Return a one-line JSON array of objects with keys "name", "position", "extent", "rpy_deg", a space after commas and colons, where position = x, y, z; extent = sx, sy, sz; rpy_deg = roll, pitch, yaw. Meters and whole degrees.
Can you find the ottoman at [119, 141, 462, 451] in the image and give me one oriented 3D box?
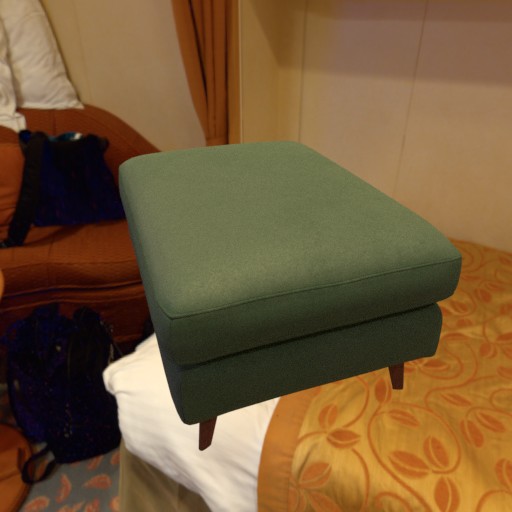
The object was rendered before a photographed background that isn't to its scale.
[{"name": "ottoman", "position": [0.000, 0.000, 1.159], "extent": [0.608, 0.449, 0.811], "rpy_deg": [-10, 32, -17]}]
